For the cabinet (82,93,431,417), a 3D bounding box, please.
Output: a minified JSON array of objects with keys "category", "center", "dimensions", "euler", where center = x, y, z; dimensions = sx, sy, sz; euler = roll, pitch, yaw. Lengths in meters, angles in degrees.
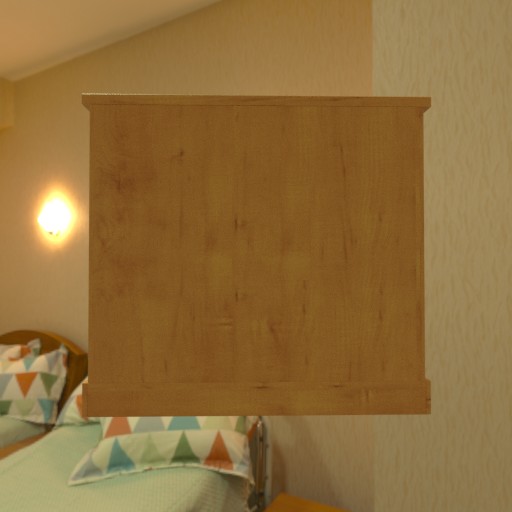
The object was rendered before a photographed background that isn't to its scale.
[{"category":"cabinet","center":[0.000,0.000,1.385],"dimensions":[0.920,0.840,0.450],"euler":[0,-1,-1]}]
